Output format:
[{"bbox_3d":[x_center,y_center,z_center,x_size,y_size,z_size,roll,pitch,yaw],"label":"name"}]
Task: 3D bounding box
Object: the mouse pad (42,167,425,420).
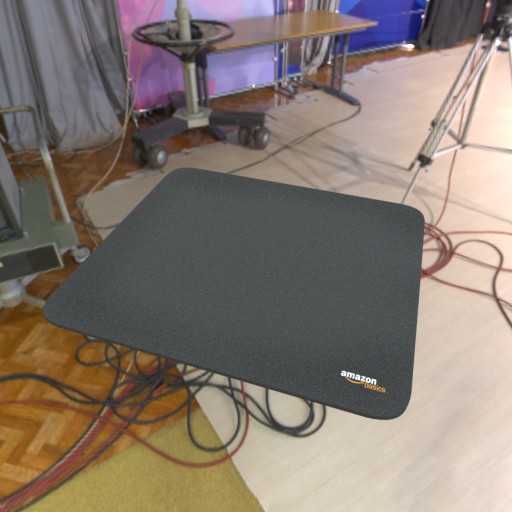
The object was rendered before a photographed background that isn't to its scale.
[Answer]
[{"bbox_3d":[0.000,0.000,0.322,0.229,0.003,0.203,12,42,14],"label":"mouse pad"}]
